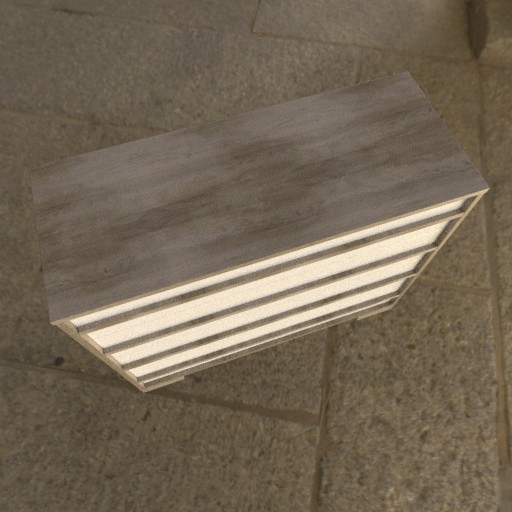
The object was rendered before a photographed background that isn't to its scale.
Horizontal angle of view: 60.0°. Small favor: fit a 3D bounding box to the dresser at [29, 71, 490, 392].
[{"bbox_3d":[0.000,0.000,1.392,0.994,0.816,0.404,-17,65,-8],"label":"dresser"}]
